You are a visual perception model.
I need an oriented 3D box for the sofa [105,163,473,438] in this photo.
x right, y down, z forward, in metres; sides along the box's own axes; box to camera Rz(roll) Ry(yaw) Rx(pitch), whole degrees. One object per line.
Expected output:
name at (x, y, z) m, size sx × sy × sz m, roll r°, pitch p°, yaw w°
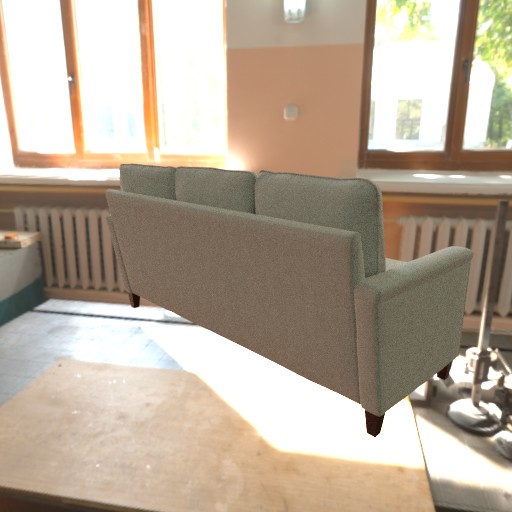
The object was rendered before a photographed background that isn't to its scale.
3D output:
sofa at (0.000, 0.000, 2.362) m, size 0.828 × 0.961 × 1.925 m, roll -14°, pitch 20°, yaw -42°
